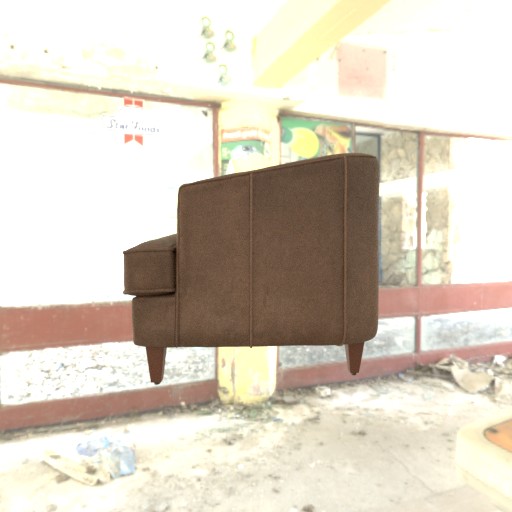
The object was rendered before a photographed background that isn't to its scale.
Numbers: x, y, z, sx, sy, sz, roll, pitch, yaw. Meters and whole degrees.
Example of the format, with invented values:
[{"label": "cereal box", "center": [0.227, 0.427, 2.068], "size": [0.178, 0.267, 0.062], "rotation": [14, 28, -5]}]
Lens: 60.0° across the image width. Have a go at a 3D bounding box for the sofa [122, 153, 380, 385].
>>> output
[{"label": "sofa", "center": [0.000, 0.000, 2.263], "size": [0.917, 0.799, 1.767], "rotation": [0, 2, -1]}]
